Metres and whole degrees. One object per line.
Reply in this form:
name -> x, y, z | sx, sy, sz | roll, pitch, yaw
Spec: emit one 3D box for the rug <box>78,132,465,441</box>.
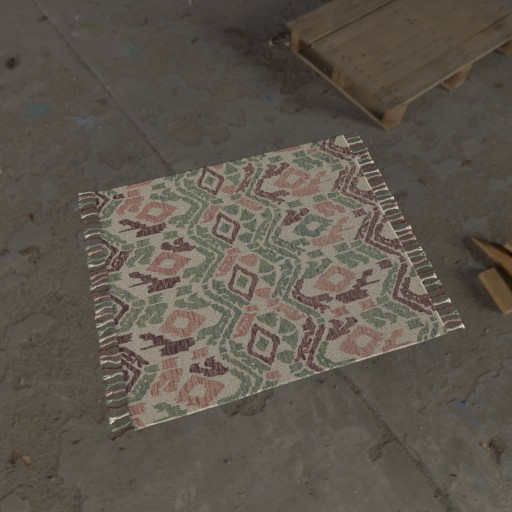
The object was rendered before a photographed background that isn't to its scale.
rug -> 0.000, 0.000, 4.130 | 3.048, 0.010, 2.438 | -15, 62, -8
